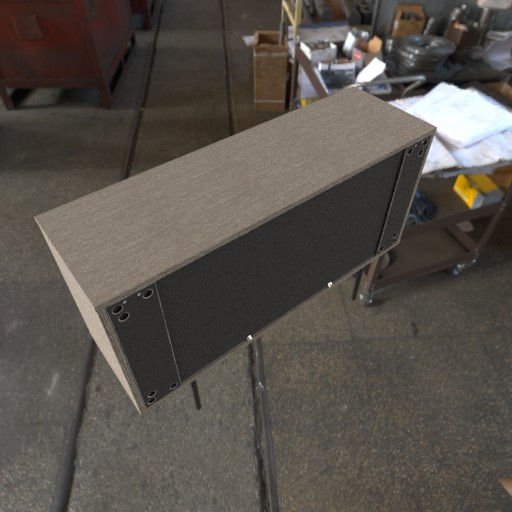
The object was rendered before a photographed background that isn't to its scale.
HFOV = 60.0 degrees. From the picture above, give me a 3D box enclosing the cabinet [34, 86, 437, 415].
[{"bbox_3d":[0.000,0.000,1.594,1.194,0.787,0.405,-30,53,-25],"label":"cabinet"}]
